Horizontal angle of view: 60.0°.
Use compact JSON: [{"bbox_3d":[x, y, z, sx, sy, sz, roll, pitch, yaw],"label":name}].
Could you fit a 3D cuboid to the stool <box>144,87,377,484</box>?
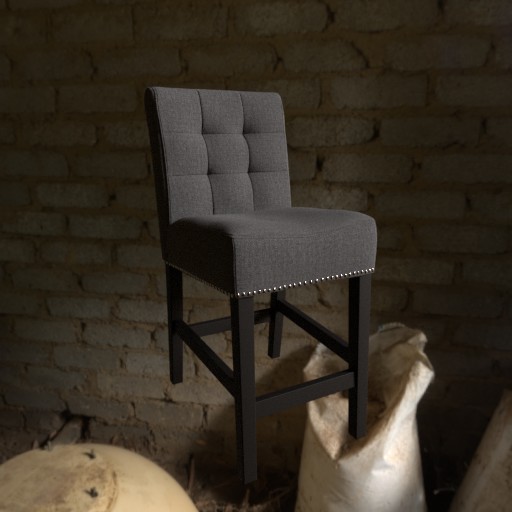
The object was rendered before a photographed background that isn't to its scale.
[{"bbox_3d":[0.000,0.000,1.201,0.427,0.885,0.571,-8,17,-27],"label":"stool"}]
